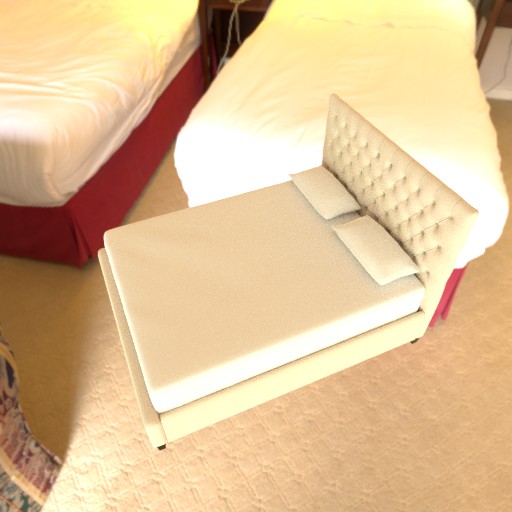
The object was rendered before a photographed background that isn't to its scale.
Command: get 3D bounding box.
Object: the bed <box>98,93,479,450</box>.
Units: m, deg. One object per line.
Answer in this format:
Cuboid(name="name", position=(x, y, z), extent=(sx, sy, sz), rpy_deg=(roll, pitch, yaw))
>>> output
Cuboid(name="bed", position=(0.000, 0.000, 3.365), extent=(2.233, 1.426, 1.696), rpy_deg=(-18, 49, -16))
